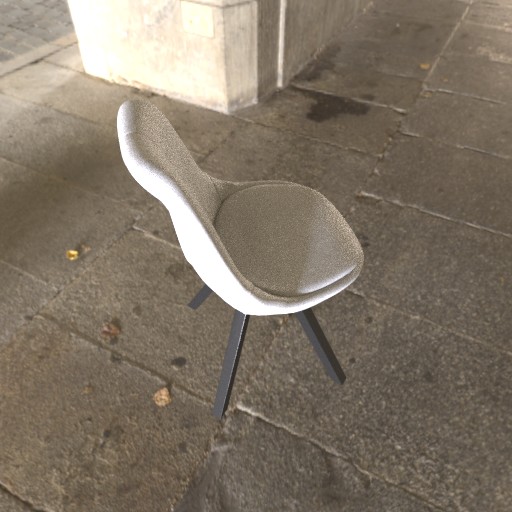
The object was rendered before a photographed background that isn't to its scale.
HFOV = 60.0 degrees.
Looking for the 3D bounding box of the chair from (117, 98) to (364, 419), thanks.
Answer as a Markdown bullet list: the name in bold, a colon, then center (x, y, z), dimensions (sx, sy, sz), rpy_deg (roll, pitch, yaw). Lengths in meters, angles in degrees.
- **chair**: center (0.000, 0.000, 1.200), dimensions (0.550, 0.850, 0.485), rpy_deg (-12, 48, -12)
